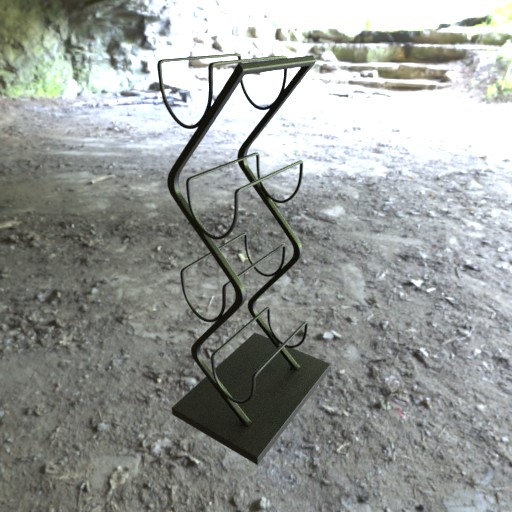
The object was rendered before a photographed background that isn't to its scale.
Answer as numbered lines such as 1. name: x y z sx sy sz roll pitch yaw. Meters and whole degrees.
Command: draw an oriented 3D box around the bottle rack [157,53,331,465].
1. bottle rack: 0.000 0.000 0.683 0.178 0.559 0.254 17 32 30
